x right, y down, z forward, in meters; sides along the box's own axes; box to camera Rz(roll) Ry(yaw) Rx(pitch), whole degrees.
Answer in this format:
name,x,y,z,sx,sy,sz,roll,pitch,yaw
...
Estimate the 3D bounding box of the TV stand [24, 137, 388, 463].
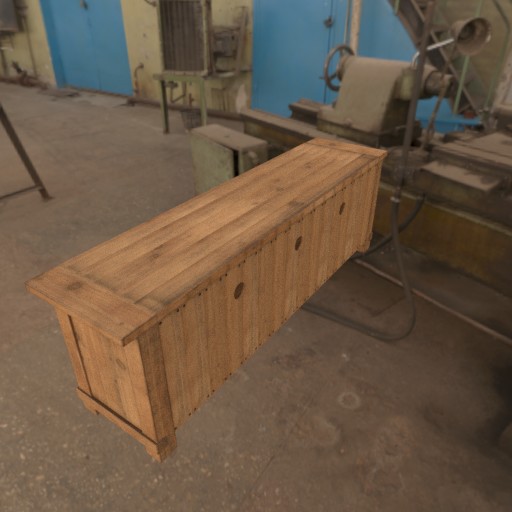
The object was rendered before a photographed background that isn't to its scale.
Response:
name,x,y,z,sx,sy,sz,roll,pitch,yaw
TV stand,0.000,0.000,1.990,0.453,0.573,1.804,20,37,29
